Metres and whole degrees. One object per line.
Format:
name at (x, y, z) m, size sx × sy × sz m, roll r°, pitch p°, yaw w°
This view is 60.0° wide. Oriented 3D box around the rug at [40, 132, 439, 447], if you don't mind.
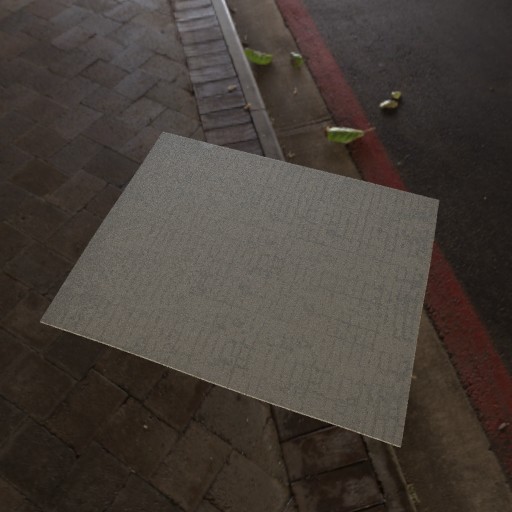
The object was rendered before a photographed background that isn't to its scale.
rug at (0.000, 0.000, 4.094) m, size 3.061 × 0.014 × 2.447 m, roll 16°, pitch 59°, yaw 10°
